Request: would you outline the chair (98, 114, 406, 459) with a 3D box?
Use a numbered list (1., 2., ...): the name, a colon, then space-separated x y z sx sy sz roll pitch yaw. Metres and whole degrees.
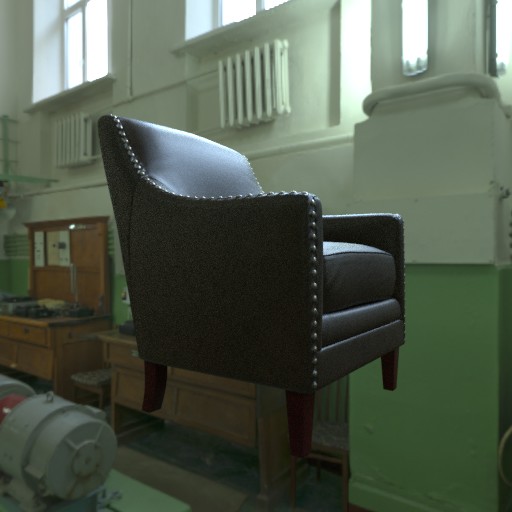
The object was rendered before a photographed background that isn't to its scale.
1. chair: 0.000 0.000 1.309 0.704 0.813 0.639 0 0 35
